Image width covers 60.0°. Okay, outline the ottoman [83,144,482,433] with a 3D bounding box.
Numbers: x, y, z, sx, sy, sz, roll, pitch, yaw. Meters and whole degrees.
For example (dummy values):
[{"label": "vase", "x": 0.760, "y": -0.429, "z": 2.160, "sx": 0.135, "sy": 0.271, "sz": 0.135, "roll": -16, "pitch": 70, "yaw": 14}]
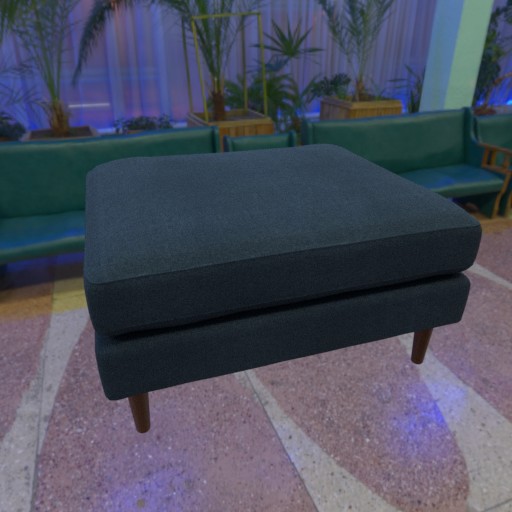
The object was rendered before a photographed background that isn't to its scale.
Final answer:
[{"label": "ottoman", "x": 0.000, "y": 0.000, "z": 1.191, "sx": 0.821, "sy": 0.474, "sz": 0.693, "roll": -9, "pitch": 29, "yaw": -16}]
